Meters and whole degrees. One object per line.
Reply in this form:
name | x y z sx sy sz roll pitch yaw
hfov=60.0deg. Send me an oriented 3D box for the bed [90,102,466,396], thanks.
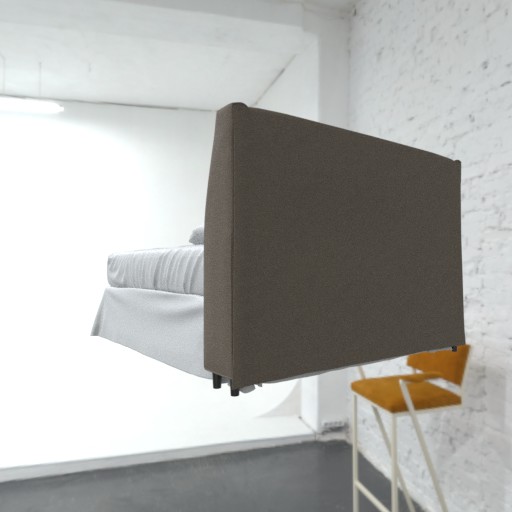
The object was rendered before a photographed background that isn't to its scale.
bed | 0.000 0.000 3.402 1.925 1.332 2.276 1 -2 -36
